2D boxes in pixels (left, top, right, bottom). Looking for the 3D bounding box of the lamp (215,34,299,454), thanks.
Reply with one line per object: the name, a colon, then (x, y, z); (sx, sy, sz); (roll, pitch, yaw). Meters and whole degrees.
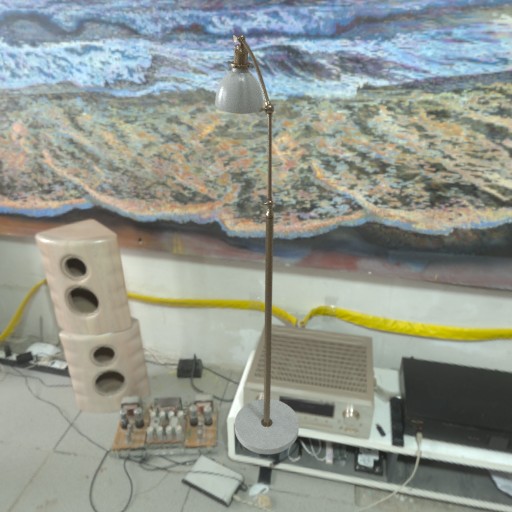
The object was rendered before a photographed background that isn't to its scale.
lamp: (0.000, 0.000, 1.776); (0.288, 1.586, 0.599); (-8, 28, -16)
